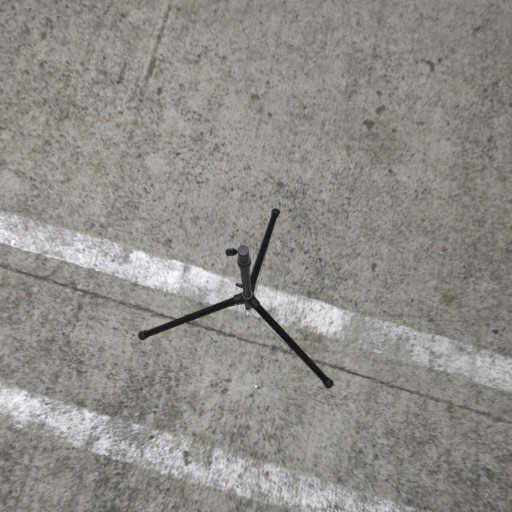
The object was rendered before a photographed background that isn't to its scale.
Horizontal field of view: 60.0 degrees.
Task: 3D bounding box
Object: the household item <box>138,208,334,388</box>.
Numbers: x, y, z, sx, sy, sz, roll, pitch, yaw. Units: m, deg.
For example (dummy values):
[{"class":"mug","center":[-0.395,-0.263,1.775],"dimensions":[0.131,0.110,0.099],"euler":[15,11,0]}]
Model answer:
[{"class":"household item","center":[0.000,0.000,1.892],"dimensions":[1.045,1.136,0.907],"euler":[15,74,4]}]
